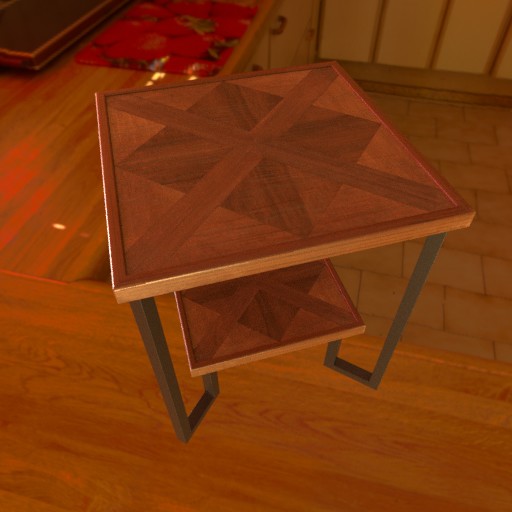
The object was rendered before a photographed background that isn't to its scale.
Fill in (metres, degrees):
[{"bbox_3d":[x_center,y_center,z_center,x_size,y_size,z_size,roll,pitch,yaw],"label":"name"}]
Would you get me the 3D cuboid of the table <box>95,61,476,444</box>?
[{"bbox_3d":[0.000,0.000,0.948,0.503,0.563,0.503,-12,49,-11],"label":"table"}]
